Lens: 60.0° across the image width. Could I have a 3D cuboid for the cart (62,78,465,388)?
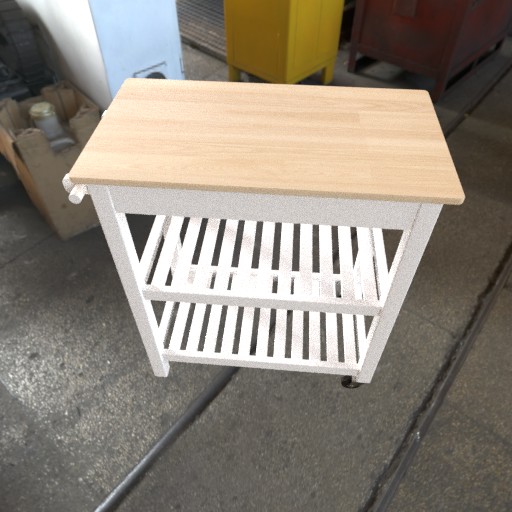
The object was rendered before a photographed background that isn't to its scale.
[{"bbox_3d":[0.000,0.000,1.422,0.899,0.927,0.457,4,48,3],"label":"cart"}]
